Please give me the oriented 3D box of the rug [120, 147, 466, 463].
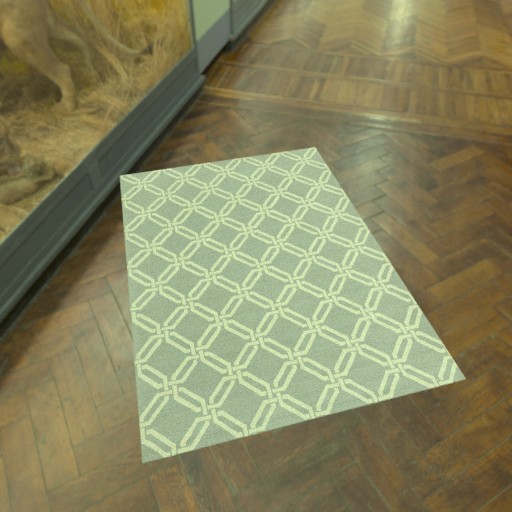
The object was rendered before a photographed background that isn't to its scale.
[{"bbox_3d":[0.000,0.000,4.300,2.438,0.013,3.353,-11,47,-10],"label":"rug"}]
